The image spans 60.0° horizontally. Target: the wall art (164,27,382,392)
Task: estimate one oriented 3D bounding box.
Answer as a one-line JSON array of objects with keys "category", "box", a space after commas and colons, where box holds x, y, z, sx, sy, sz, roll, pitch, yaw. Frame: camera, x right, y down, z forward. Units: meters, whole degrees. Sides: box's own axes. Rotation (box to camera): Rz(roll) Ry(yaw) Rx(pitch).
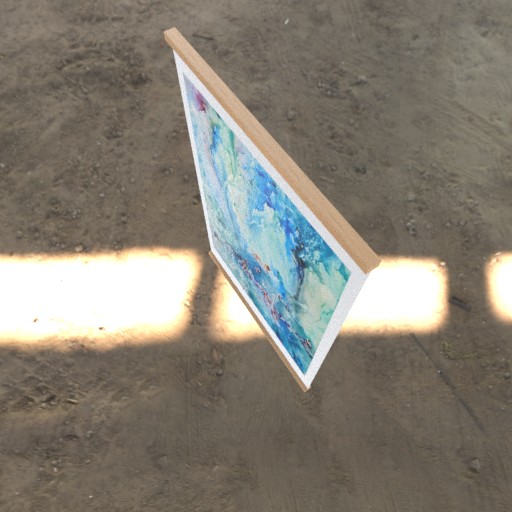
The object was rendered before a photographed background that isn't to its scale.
[{"category": "wall art", "box": [0.000, 0.000, 1.268, 0.027, 1.020, 0.669, -30, 67, -15]}]
